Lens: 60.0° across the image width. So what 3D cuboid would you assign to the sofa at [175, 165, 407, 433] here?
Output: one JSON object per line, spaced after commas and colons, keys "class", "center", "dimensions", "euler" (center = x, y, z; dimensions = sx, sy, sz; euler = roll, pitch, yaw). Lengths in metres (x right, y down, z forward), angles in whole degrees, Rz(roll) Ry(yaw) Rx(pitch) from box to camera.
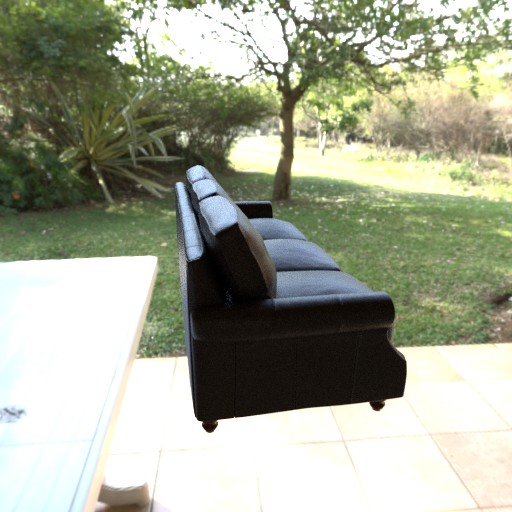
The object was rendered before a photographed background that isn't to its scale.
{"class": "sofa", "center": [0.000, 0.000, 2.862], "dimensions": [0.974, 0.977, 2.387], "euler": [-3, 17, -11]}
